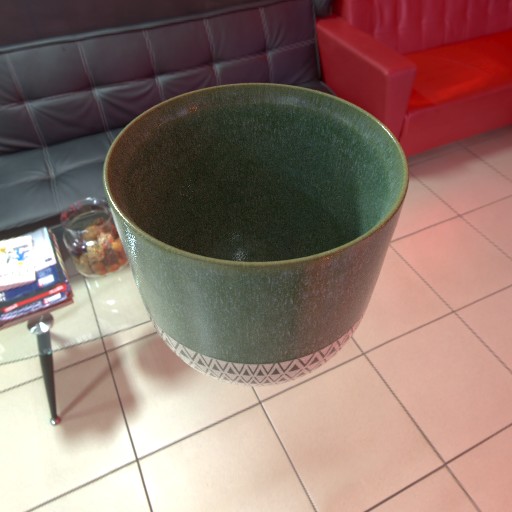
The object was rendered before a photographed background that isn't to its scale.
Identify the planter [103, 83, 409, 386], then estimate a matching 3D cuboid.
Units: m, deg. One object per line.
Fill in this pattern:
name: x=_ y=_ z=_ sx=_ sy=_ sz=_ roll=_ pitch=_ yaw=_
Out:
planter: x=0.000 y=0.000 z=0.492 sx=0.266 sy=0.270 sz=0.266 roll=0 pitch=48 yaw=0
